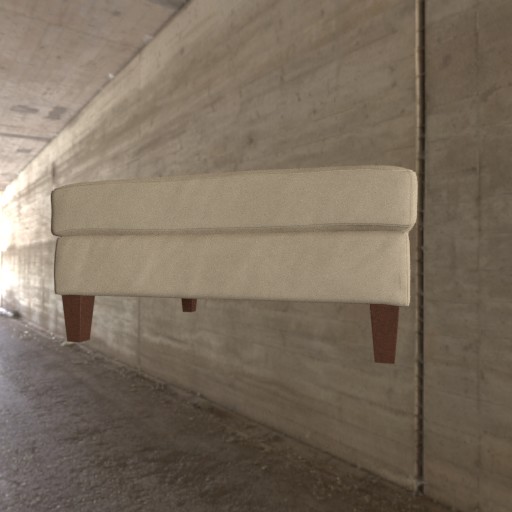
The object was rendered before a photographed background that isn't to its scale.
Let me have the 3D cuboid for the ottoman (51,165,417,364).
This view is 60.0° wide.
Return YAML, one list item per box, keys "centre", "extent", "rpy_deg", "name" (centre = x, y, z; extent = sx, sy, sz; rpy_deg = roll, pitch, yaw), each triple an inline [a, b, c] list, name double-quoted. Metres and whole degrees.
- centre: [0.000, 0.000, 1.503]
  extent: [1.002, 0.492, 0.836]
  rpy_deg: [0, 0, 17]
  name: "ottoman"
